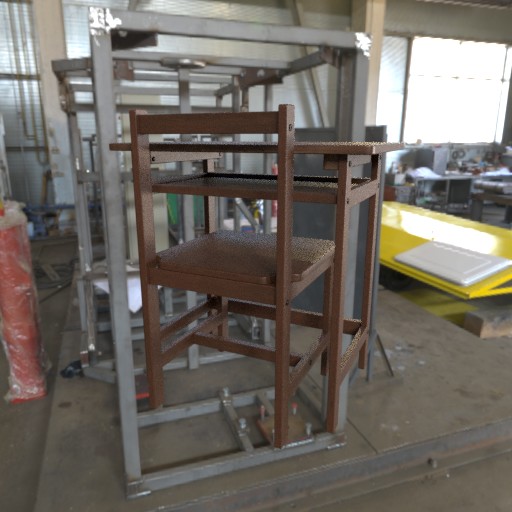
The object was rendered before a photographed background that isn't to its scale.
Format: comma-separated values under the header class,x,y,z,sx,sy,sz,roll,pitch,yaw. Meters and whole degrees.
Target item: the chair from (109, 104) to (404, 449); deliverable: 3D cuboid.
class,x,y,z,sx,sy,sz,roll,pitch,yaw
chair,0.000,0.000,1.092,0.599,0.673,0.463,7,17,25
